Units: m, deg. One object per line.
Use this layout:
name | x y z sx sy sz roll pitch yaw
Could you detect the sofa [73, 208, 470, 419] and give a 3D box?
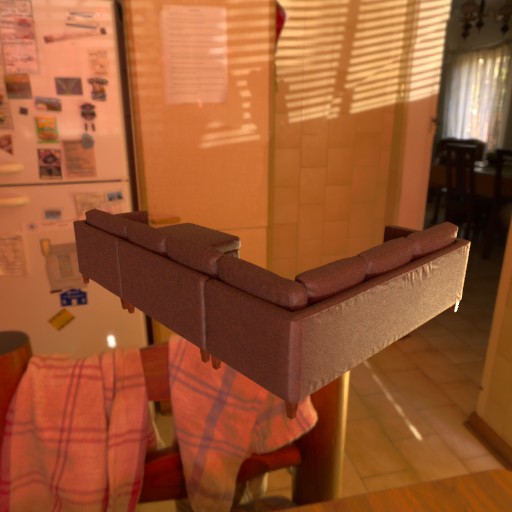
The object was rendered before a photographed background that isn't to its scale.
sofa | 0.000 0.000 4.764 2.593 0.923 3.460 -16 24 -40
